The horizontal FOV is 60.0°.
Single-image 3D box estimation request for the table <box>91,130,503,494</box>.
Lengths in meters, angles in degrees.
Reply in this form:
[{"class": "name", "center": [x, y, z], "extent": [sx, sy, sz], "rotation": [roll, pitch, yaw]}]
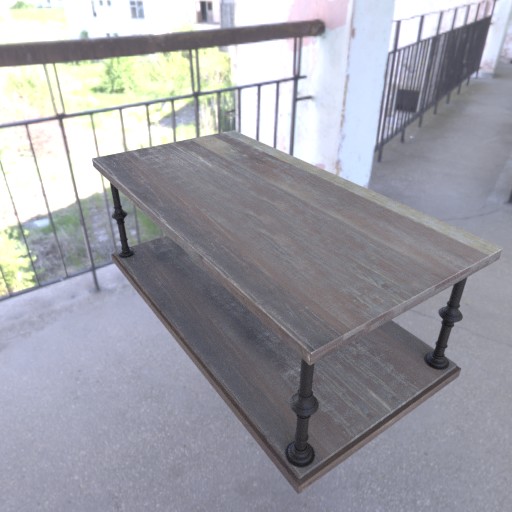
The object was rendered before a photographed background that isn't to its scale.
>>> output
[{"class": "table", "center": [0.000, 0.000, 1.316], "extent": [0.554, 0.399, 1.088], "rotation": [-20, 37, -29]}]
